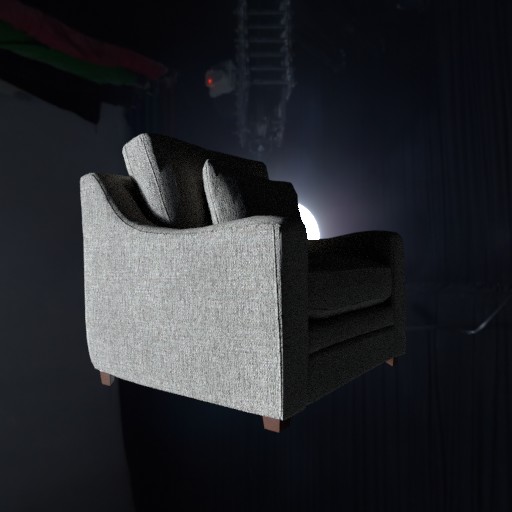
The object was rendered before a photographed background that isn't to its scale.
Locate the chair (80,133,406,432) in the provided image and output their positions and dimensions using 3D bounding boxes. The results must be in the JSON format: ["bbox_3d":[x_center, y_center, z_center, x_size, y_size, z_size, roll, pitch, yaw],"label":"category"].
[{"bbox_3d":[0.000,0.000,1.980,1.009,1.037,1.138,0,0,36],"label":"chair"}]
